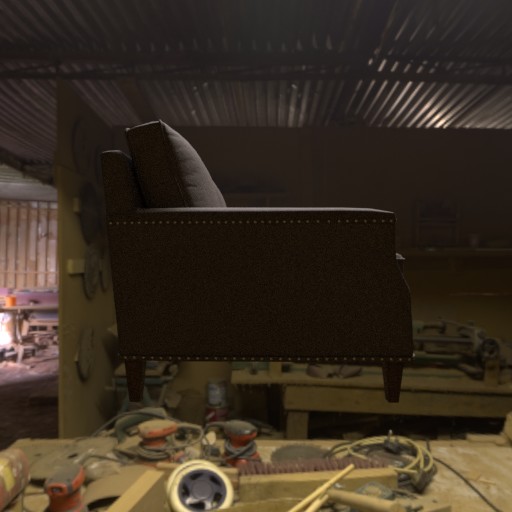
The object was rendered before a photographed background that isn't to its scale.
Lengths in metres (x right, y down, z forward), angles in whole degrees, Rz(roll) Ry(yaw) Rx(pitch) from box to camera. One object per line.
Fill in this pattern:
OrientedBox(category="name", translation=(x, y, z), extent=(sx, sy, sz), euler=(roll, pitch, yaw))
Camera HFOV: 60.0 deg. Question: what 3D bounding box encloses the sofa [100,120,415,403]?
OrientedBox(category="sofa", translation=(0.000, 0.000, 2.250), extent=(1.084, 1.003, 1.597), euler=(0, 0, 0))
